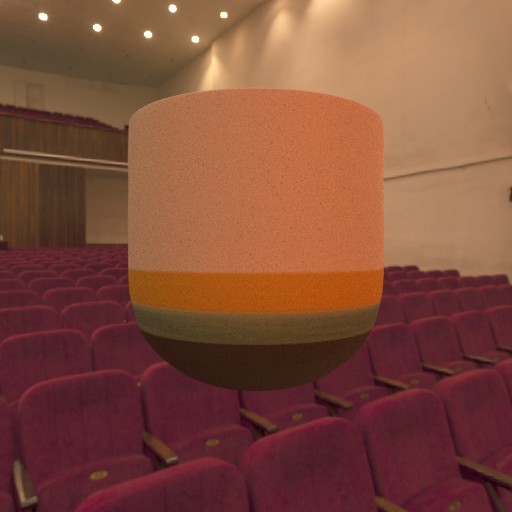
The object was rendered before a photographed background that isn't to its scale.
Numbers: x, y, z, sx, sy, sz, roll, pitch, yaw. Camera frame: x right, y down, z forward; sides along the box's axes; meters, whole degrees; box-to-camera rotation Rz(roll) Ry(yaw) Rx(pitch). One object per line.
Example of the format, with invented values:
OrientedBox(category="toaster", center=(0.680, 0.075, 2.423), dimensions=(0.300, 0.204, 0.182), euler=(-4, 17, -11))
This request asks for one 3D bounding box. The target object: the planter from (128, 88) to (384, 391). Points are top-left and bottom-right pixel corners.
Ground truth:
OrientedBox(category="planter", center=(0.000, 0.000, 0.484), dimensions=(0.268, 0.270, 0.268), euler=(0, 1, 0))
